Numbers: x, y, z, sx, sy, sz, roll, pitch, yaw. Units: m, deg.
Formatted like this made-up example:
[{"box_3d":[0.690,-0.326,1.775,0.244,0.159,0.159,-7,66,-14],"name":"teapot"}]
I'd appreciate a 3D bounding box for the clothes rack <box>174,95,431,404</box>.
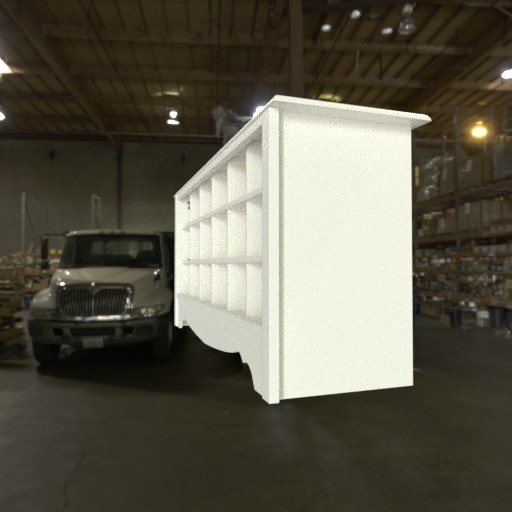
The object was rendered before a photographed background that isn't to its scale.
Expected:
[{"box_3d":[0.000,0.000,1.321,0.324,0.531,1.120,0,-1,-19],"name":"clothes rack"}]
